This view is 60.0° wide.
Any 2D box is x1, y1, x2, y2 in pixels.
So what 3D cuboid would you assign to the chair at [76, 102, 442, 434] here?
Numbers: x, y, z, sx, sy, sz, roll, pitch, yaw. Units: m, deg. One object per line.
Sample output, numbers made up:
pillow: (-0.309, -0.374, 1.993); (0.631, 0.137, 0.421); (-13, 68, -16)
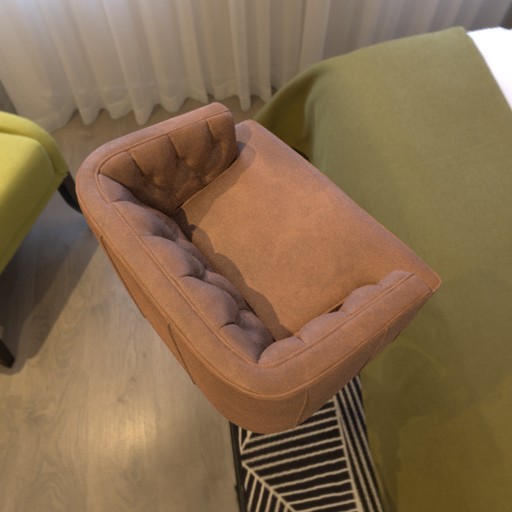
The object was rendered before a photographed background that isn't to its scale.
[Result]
chair: (0.000, 0.000, 1.700); (0.914, 0.787, 1.118); (-36, 66, -19)
